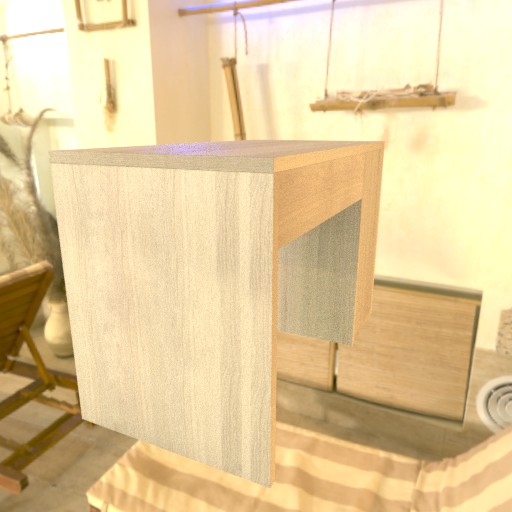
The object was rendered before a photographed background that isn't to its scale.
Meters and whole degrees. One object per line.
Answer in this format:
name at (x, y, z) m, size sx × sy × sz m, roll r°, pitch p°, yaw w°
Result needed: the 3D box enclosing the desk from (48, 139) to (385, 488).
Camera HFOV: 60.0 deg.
desk at (0.000, 0.000, 1.500) m, size 0.600 × 0.731 × 1.100 m, roll 8°, pitch 18°, yaw 25°
